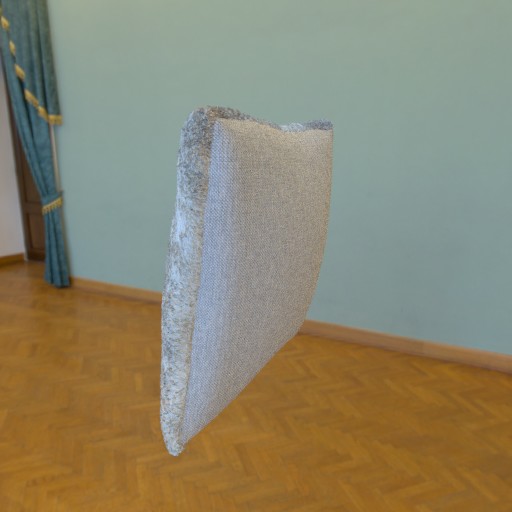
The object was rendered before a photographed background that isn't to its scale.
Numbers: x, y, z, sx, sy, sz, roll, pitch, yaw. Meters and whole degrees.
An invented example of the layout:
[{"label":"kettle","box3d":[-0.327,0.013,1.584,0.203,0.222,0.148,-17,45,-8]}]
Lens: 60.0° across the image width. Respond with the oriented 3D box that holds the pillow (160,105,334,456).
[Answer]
[{"label":"pillow","box3d":[0.000,0.000,0.829,0.218,0.515,0.529,6,15,25]}]
